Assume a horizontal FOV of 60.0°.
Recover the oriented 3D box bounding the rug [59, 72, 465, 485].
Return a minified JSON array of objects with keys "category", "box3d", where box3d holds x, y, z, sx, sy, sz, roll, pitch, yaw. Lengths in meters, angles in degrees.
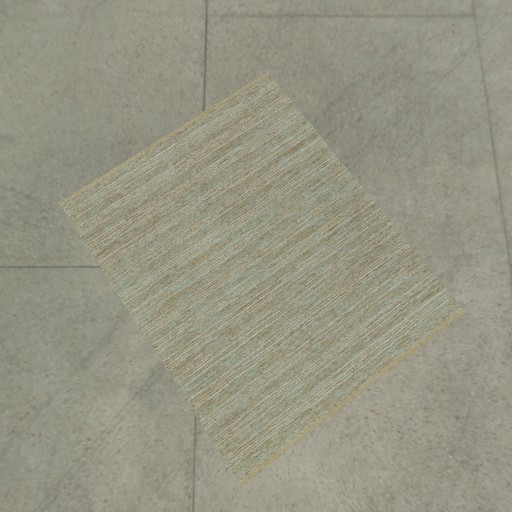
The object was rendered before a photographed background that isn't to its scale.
[{"category":"rug","box3d":[0.000,0.000,4.106,2.471,0.012,3.034,-35,79,-8]}]
